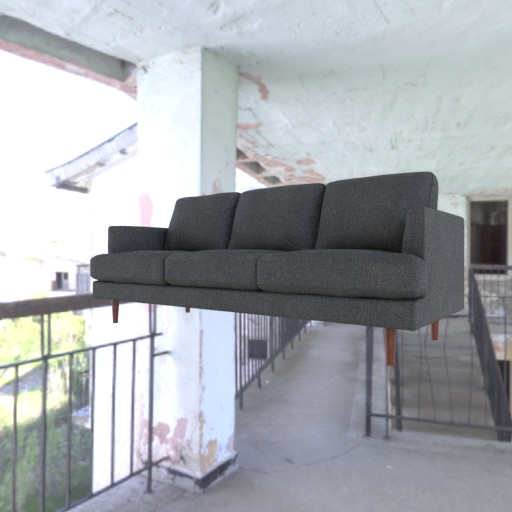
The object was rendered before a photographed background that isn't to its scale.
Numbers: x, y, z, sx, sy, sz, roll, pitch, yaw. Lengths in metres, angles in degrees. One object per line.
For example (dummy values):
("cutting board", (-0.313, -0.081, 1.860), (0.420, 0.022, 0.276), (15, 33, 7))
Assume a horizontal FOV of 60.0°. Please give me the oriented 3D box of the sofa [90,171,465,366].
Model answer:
("sofa", (0.000, 0.000, 2.745), (2.246, 0.930, 0.903), (0, 0, 37))
